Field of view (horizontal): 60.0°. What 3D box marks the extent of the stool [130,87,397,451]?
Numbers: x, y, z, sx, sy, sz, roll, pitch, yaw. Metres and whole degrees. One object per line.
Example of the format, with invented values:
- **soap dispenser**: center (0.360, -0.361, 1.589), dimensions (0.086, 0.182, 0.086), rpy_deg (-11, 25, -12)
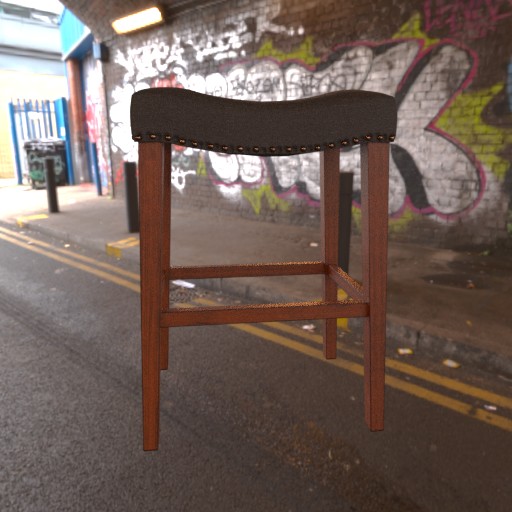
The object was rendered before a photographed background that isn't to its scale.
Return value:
- **stool**: center (0.000, 0.000, 0.880), dimensions (0.439, 0.612, 0.320), rpy_deg (-2, 14, -7)
